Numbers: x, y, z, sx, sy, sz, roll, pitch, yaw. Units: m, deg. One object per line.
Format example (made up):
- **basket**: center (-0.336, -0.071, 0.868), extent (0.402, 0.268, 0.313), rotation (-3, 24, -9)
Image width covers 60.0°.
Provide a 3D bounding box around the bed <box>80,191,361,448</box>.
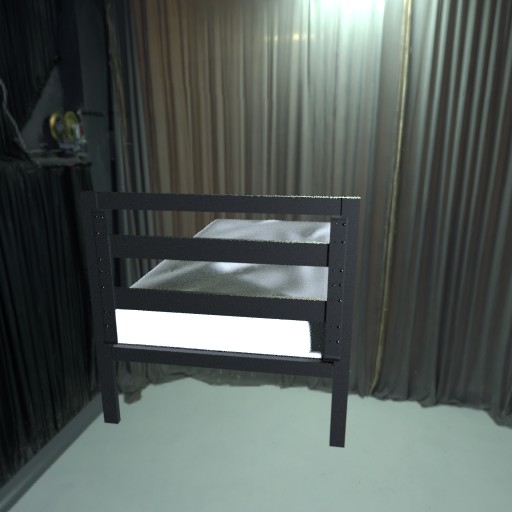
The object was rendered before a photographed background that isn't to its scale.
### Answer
- **bed**: center (0.000, 0.000, 2.561), extent (0.991, 0.967, 1.930), rotation (2, 16, 9)
